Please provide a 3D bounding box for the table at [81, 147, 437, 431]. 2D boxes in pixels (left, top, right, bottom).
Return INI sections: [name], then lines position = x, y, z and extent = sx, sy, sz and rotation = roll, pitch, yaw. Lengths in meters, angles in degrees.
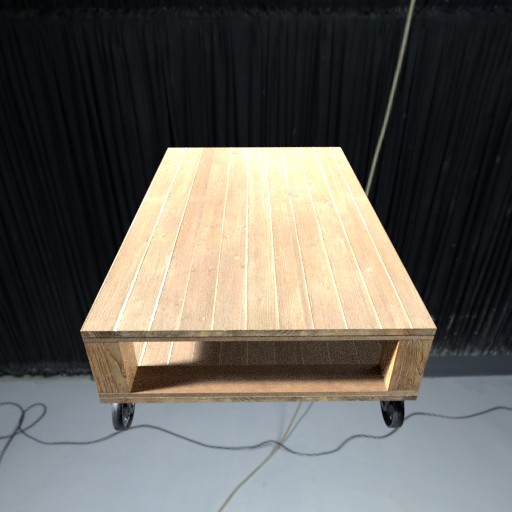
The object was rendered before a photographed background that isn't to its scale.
[table]
position = 0.000, 0.000, 1.688
extent = 0.827, 0.413, 1.299
rotation = 0, 32, -1
